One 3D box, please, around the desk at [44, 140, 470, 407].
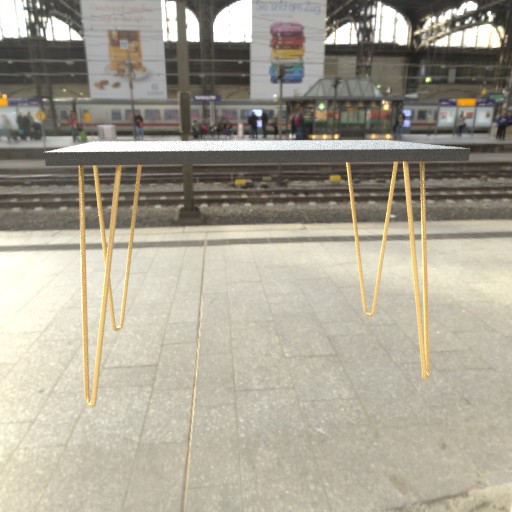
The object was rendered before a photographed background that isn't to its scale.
[{"bbox_3d":[0.000,0.000,1.353,0.991,0.660,0.499,-2,17,-7],"label":"desk"}]
